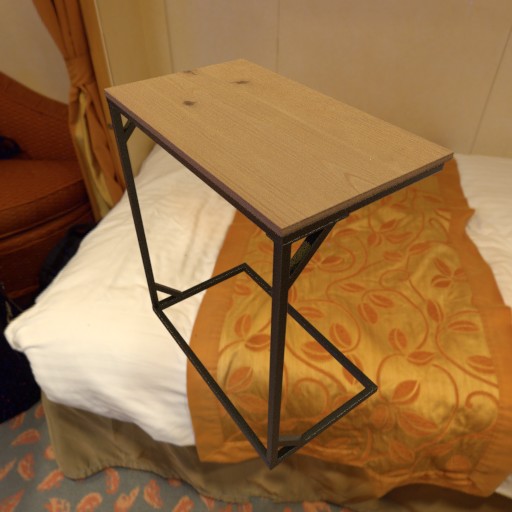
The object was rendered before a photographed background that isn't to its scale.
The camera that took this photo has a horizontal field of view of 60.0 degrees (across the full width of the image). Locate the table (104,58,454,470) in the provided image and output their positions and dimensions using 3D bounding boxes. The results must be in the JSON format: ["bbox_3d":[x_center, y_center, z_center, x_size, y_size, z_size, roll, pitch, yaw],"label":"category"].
[{"bbox_3d":[0.000,0.000,1.031,0.351,0.673,0.597,-25,46,-26],"label":"table"}]
